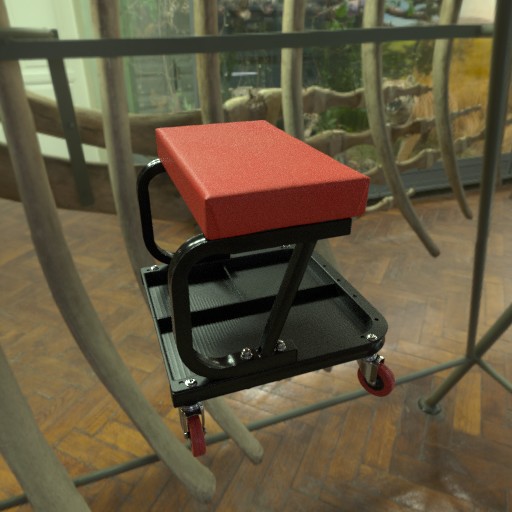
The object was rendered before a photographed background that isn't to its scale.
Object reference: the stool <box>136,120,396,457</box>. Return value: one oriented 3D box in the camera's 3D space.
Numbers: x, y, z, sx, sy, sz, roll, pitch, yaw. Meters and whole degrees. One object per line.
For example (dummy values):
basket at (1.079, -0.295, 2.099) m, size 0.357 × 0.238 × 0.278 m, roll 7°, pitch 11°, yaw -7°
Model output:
stool at (0.000, 0.000, 0.762) m, size 0.371 × 0.380 × 0.446 m, roll -10°, pitch 30°, yaw -17°
